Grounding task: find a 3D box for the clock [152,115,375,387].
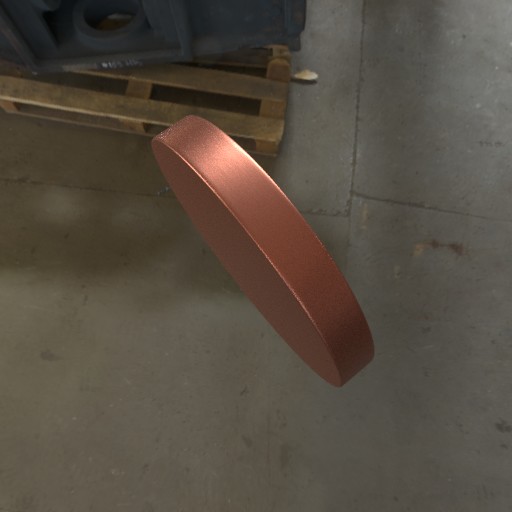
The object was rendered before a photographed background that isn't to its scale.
[{"bbox_3d":[0.000,0.000,0.474,0.040,0.313,0.313,-37,78,-9],"label":"clock"}]
